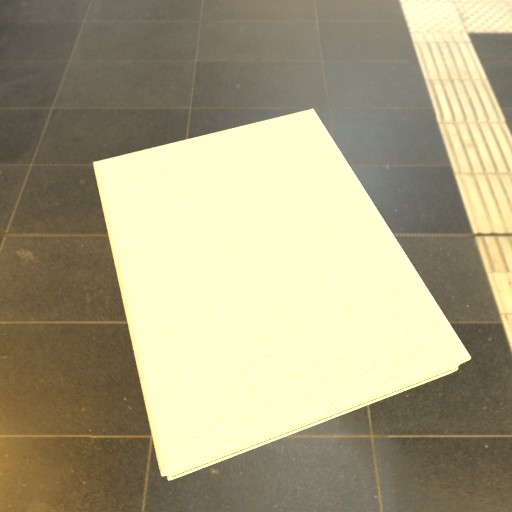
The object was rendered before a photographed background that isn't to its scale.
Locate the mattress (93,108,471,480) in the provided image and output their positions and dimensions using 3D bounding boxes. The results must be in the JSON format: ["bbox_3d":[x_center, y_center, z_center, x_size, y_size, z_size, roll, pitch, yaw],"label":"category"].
[{"bbox_3d":[0.000,0.000,2.679,1.600,0.230,2.000,-17,59,-10],"label":"mattress"}]
